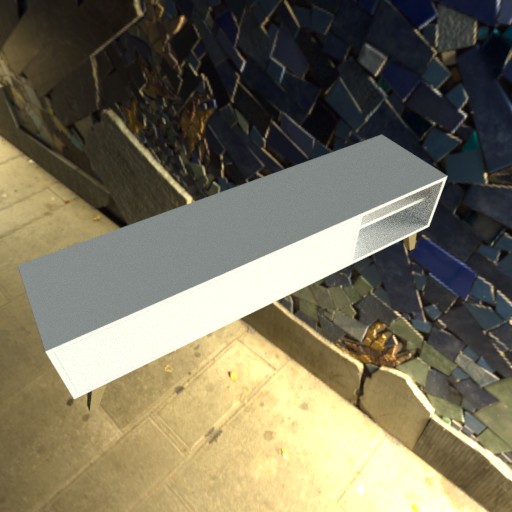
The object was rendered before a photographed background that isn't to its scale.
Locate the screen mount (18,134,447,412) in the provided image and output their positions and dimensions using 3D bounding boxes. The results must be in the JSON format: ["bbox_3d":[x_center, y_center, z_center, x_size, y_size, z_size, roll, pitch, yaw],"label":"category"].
[{"bbox_3d":[0.000,0.000,1.832,1.644,0.432,0.399,-23,50,-22],"label":"screen mount"}]
